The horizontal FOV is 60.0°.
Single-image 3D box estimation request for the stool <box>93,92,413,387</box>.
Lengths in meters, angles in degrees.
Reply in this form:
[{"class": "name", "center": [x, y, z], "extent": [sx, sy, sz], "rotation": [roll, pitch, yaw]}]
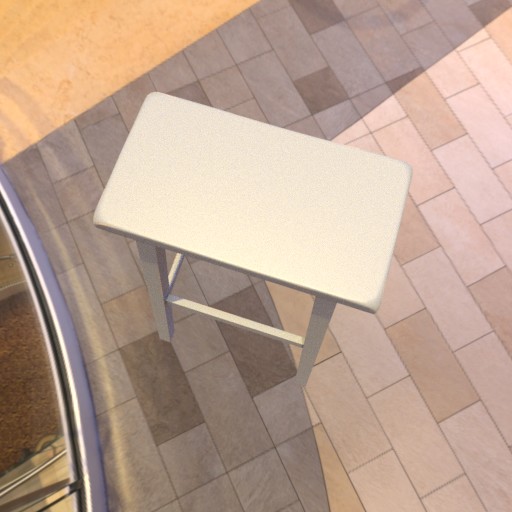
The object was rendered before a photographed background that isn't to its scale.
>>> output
[{"class": "stool", "center": [0.000, 0.000, 1.028], "extent": [0.457, 0.737, 0.476], "rotation": [17, 75, 5]}]
